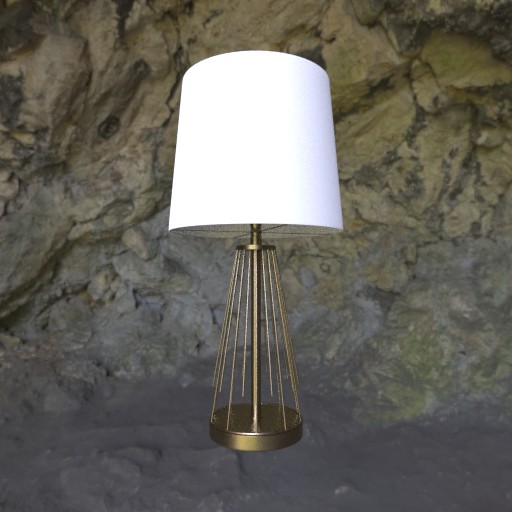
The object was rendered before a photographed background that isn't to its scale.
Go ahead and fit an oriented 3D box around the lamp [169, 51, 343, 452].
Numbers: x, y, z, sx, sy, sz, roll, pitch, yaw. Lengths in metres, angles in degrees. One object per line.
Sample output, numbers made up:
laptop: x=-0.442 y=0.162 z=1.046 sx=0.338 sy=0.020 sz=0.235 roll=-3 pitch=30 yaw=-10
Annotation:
lamp: x=0.000 y=0.000 z=0.782 sx=0.303 sy=0.618 sz=0.303 roll=0 pitch=-2 yaw=0
